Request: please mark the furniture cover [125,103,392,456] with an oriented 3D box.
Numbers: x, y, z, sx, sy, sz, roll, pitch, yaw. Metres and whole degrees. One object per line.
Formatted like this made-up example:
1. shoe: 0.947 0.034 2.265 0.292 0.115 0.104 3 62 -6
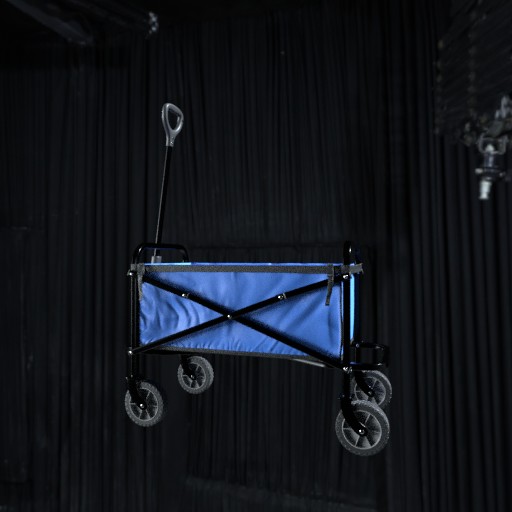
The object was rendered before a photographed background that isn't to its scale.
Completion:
1. furniture cover: 0.000 0.000 1.791 1.038 1.295 0.532 0 0 18
